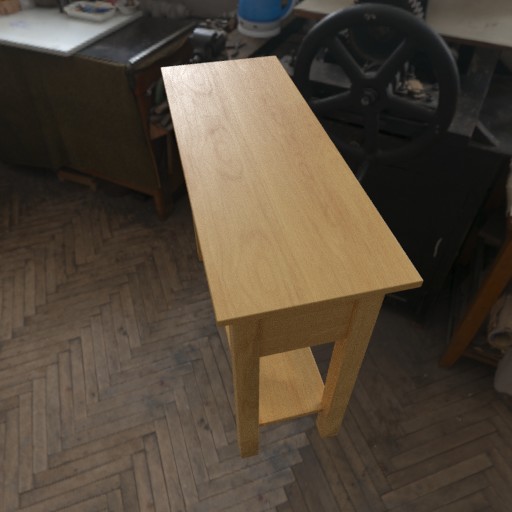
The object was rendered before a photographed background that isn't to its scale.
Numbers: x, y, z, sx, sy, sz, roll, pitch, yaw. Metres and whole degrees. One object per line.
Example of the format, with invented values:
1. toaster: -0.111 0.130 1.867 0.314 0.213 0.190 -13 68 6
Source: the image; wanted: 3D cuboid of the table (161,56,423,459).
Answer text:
1. table: 0.000 0.000 1.255 0.340 0.728 0.900 -10 48 -9
